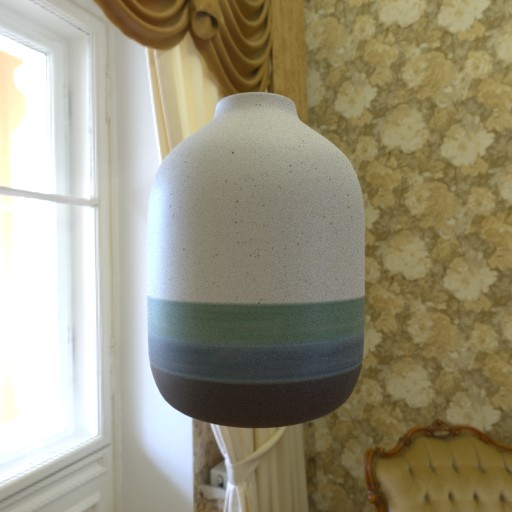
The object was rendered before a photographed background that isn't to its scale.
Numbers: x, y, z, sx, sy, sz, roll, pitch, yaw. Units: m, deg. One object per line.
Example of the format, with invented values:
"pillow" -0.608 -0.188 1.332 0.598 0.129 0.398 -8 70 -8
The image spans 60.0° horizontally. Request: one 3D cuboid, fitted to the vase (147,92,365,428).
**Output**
"vase" 0.000 0.000 0.355 0.169 0.240 0.169 0 0 0
